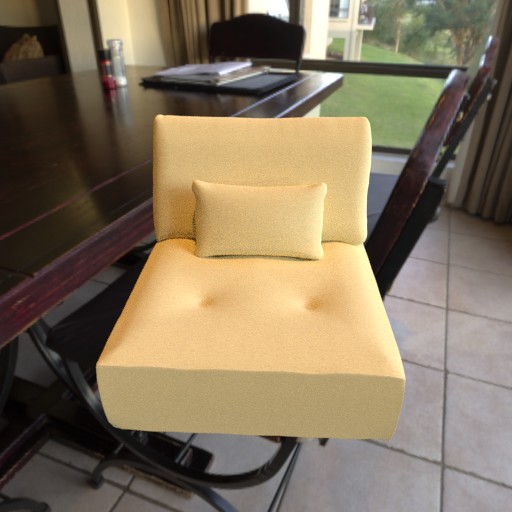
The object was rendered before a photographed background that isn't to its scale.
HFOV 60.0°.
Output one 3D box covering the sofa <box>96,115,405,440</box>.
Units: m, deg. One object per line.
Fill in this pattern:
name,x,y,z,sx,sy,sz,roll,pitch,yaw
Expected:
sofa,0.000,0.000,1.666,0.930,0.820,1.000,1,31,2
